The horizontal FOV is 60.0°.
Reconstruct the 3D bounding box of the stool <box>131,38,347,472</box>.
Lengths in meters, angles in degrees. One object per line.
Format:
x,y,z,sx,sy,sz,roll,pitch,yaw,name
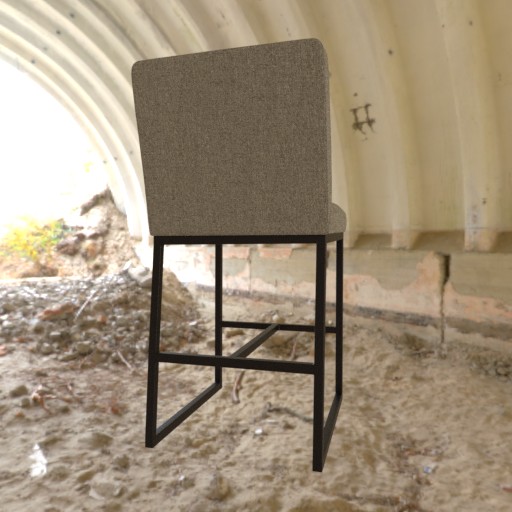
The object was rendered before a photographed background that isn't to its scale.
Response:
0.000,0.000,1.246,0.460,0.940,0.560,0,1,16,stool
